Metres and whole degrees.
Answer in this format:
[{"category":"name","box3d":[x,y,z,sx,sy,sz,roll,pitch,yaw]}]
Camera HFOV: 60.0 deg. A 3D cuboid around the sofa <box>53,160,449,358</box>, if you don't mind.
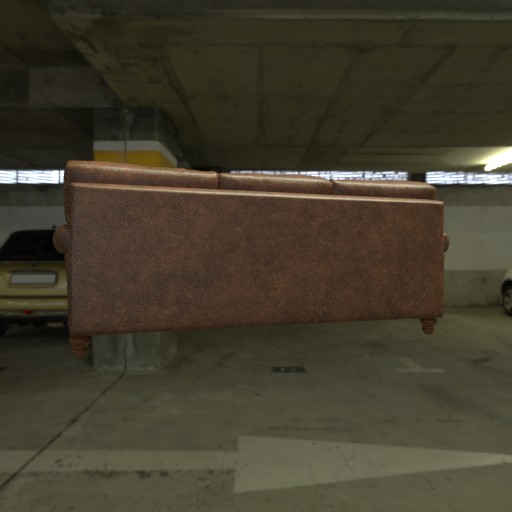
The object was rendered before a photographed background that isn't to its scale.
[{"category":"sofa","box3d":[0.000,0.000,2.855,2.351,0.977,0.973,0,0,-18]}]
